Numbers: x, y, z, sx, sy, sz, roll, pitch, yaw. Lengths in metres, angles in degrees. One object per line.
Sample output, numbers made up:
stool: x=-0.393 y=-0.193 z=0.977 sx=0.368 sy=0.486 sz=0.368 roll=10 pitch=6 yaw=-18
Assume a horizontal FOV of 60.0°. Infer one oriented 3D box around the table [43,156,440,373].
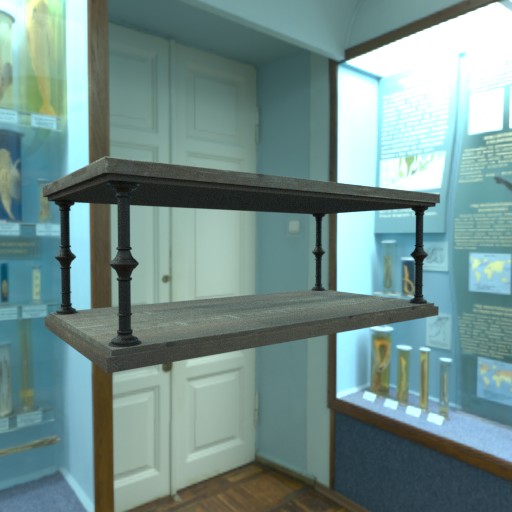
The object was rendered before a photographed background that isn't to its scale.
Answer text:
table: x=0.000 y=0.000 z=1.357 sx=1.088 sy=0.399 sz=0.554 roll=-1 pitch=2 yaw=-36
